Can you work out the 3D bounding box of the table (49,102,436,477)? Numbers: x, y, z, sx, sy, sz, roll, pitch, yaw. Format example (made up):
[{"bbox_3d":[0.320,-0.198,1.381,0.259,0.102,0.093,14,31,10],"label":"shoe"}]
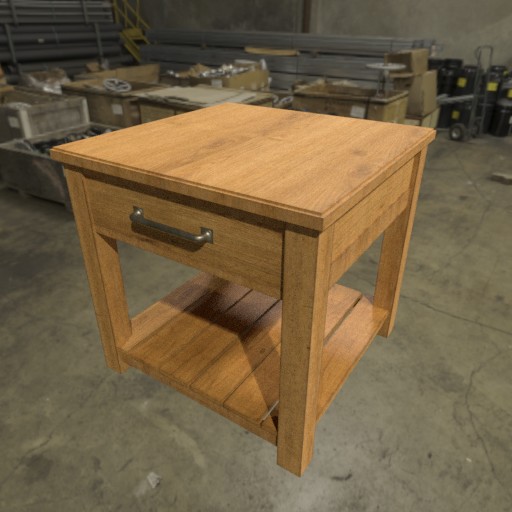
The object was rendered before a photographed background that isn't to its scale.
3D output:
[{"bbox_3d":[0.000,0.000,1.113,0.616,0.593,0.612,18,34,29],"label":"table"}]
